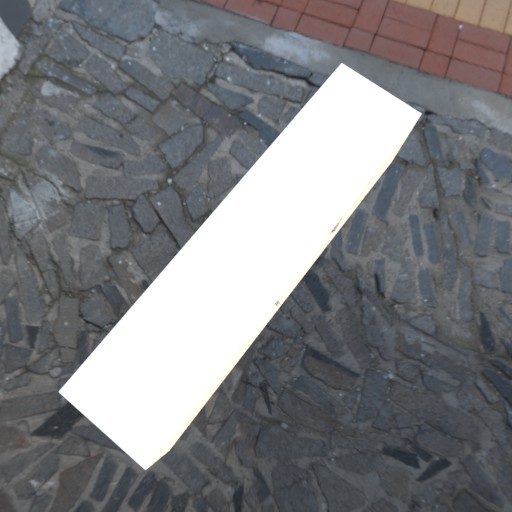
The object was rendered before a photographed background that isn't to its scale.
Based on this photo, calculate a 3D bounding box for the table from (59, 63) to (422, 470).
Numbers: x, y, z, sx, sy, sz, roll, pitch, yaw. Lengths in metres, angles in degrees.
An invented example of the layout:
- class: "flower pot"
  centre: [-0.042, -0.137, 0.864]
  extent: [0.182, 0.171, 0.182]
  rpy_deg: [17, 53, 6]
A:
- class: "table"
  centre: [0.000, 0.000, 1.827]
  extent: [0.390, 0.420, 1.650]
  rpy_deg: [37, 78, 10]
